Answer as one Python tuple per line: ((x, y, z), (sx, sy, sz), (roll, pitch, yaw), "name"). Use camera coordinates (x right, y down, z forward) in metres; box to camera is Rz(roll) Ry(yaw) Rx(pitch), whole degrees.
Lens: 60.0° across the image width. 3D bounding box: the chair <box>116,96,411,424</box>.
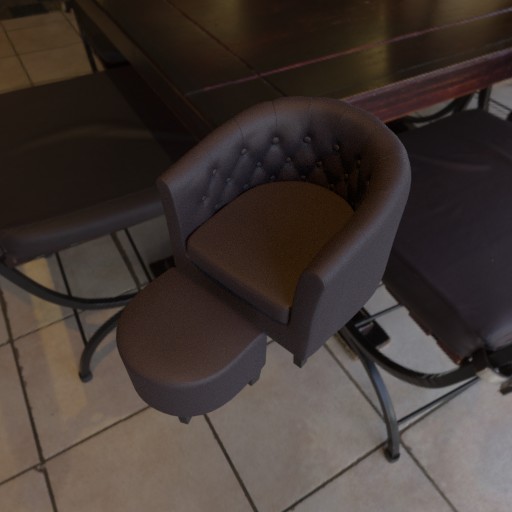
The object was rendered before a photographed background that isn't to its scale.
((0.000, 0.000, 1.653), (0.763, 0.760, 1.191), (32, 55, 26), "chair")
